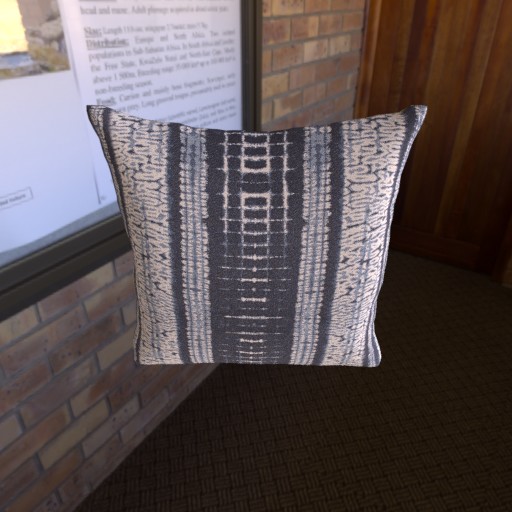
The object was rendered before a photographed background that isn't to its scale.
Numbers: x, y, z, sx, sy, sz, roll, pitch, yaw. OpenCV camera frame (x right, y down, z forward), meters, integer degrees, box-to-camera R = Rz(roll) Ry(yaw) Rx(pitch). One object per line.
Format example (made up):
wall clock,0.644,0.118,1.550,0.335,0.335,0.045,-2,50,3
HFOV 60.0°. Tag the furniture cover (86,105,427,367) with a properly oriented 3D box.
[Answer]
furniture cover,0.000,0.000,0.659,0.425,0.435,0.133,1,31,1
